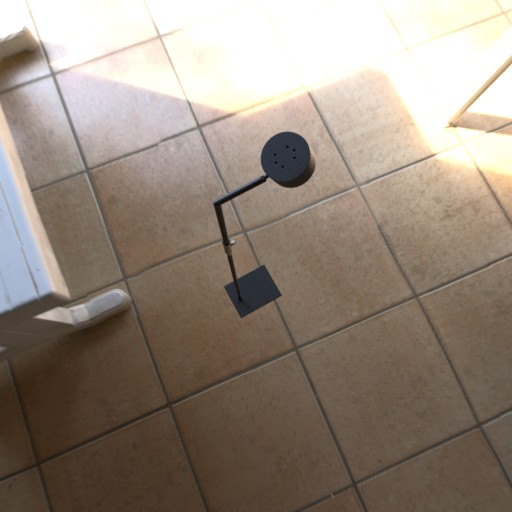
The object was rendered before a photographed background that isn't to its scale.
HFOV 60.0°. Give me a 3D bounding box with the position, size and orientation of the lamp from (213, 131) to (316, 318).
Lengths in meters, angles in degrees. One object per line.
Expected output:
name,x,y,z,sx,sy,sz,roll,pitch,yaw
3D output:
lamp,0.000,0.000,1.745,0.304,1.600,0.203,-28,78,-7
